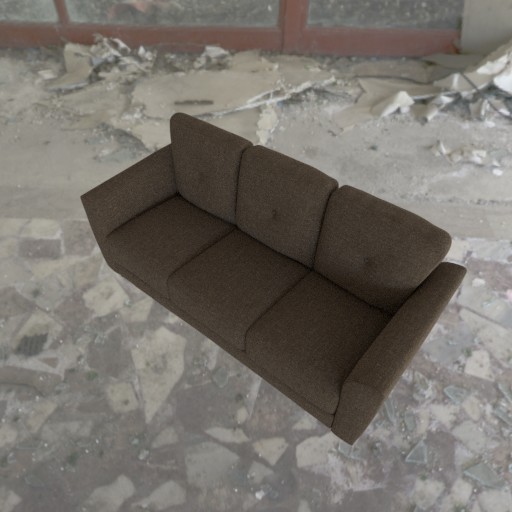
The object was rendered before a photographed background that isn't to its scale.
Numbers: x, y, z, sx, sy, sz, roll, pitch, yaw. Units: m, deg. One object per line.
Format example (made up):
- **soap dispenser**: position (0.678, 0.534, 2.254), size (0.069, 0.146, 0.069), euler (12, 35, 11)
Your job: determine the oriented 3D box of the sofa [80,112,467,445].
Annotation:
- **sofa**: position (0.000, 0.000, 2.347), size (1.847, 0.891, 0.837), euler (30, 53, 26)
